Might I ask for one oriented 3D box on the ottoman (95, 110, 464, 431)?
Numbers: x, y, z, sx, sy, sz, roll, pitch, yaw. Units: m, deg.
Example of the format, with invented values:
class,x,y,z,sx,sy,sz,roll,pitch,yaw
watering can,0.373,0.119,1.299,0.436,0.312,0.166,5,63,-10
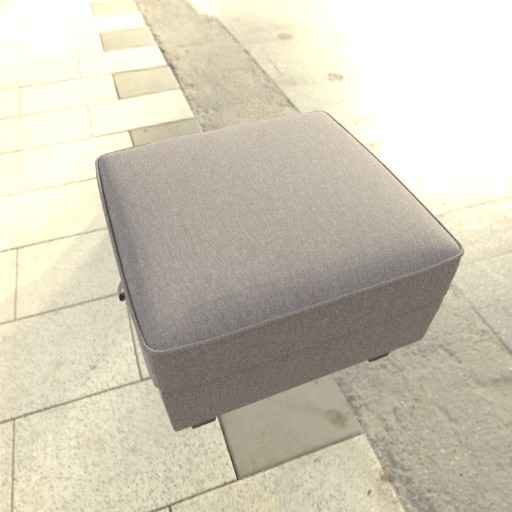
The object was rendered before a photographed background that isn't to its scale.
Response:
class,x,y,z,sx,sy,sz,roll,pitch,yaw
ottoman,0.000,0.000,1.413,0.871,0.612,0.808,-16,48,-15
